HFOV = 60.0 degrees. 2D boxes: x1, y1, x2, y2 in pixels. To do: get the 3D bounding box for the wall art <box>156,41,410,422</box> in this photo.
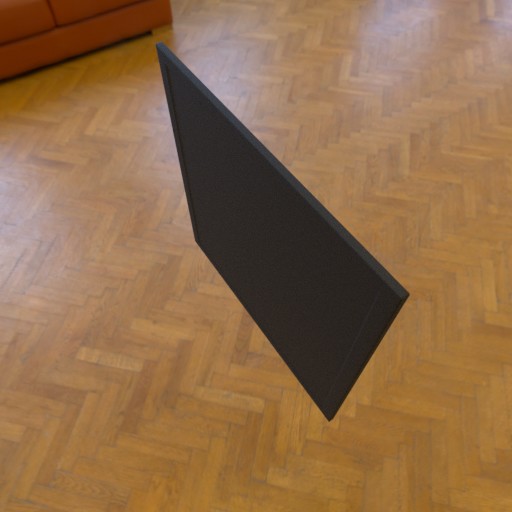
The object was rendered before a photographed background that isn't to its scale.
[{"bbox_3d":[0.000,0.000,0.826,0.012,0.558,0.562,-30,62,-18],"label":"wall art"}]
